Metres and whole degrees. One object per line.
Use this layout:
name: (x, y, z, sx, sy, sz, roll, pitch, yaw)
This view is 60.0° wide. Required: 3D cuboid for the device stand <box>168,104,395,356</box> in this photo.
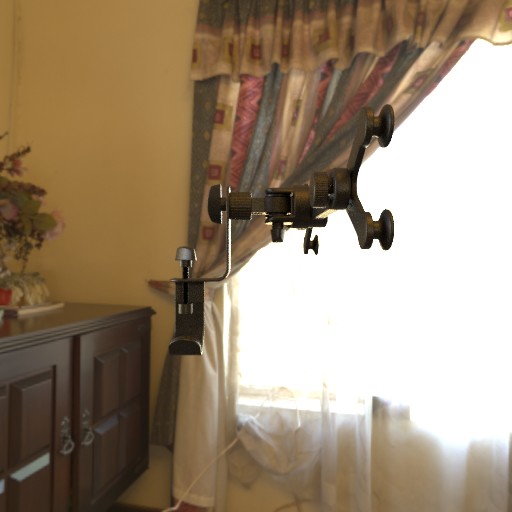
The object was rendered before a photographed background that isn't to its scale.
device stand: (0.000, 0.000, 0.368, 0.142, 0.166, 0.270, 0, -1, -1)
